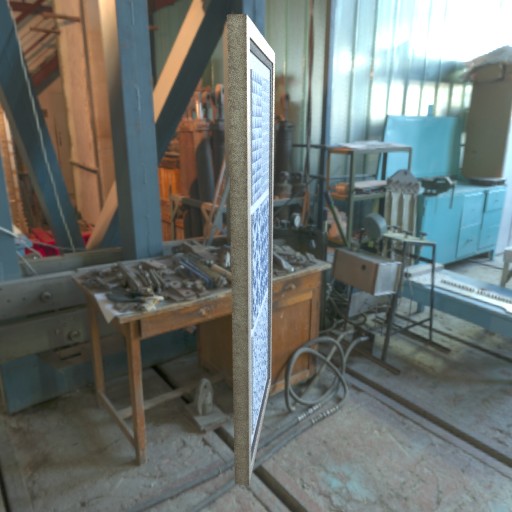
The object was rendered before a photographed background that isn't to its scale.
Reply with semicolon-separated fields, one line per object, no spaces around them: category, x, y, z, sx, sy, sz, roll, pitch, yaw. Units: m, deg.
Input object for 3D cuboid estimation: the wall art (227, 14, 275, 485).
wall art;0.000;0.000;1.630;0.051;1.461;0.648;2;17;8
